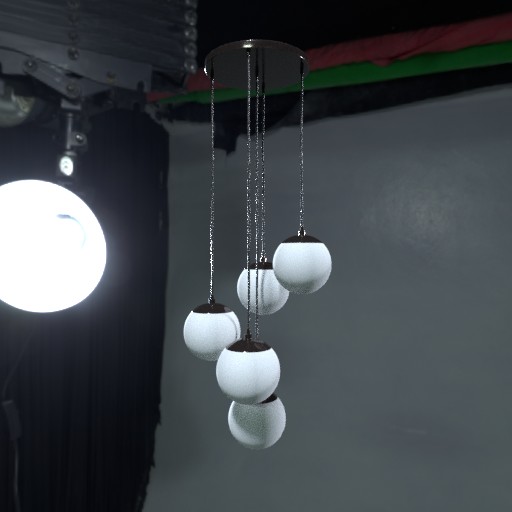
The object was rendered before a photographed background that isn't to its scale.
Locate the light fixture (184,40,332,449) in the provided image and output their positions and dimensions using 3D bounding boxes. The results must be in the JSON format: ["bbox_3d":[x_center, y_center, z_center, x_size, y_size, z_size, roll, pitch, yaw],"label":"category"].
[{"bbox_3d":[0.000,0.000,1.472,0.489,1.271,0.484,0,0,19],"label":"light fixture"}]
